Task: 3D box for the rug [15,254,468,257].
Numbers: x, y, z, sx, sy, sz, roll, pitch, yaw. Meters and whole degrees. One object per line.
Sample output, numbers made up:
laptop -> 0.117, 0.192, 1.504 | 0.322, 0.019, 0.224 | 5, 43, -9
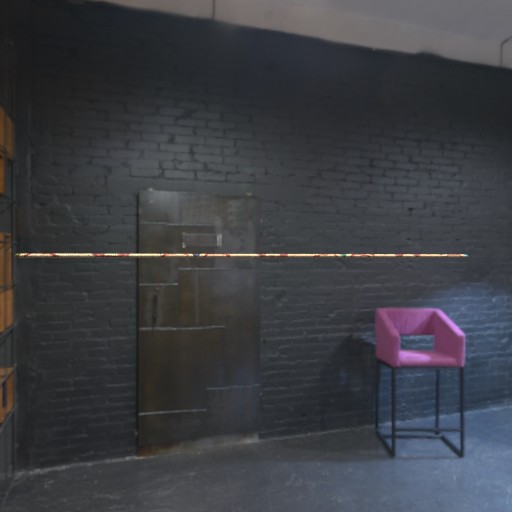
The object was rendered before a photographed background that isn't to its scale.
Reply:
rug -> 0.000, 0.000, 2.466 | 2.273, 0.016, 0.693 | 0, 0, -16
